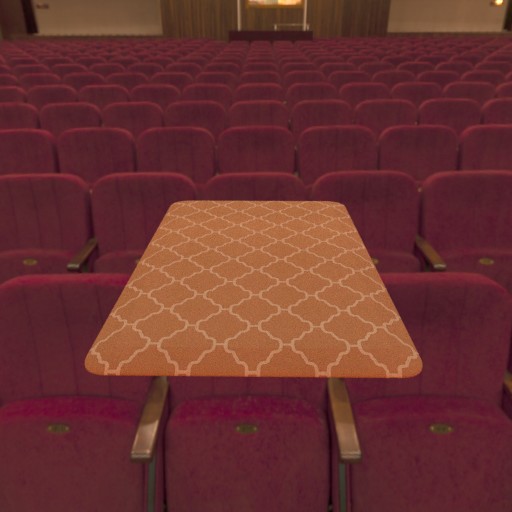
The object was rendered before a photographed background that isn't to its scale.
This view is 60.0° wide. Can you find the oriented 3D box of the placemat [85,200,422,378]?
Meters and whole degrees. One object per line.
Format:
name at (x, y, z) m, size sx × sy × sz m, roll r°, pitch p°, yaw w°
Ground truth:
placemat at (0.000, 0.000, 0.976) m, size 0.508 × 0.021 × 0.762 m, roll 0°, pitch 26°, yaw 1°
